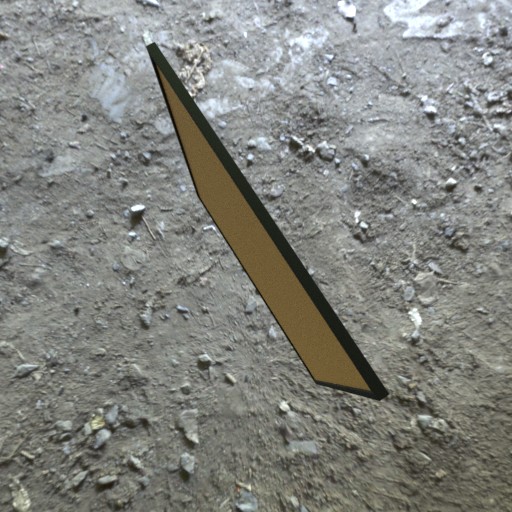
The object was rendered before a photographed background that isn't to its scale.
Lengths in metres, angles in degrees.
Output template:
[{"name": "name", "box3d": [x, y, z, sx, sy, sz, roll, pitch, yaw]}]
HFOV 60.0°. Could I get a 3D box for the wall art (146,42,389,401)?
[{"name": "wall art", "box3d": [0.000, 0.000, 0.684, 0.013, 0.457, 0.458, -31, 78, -7]}]
